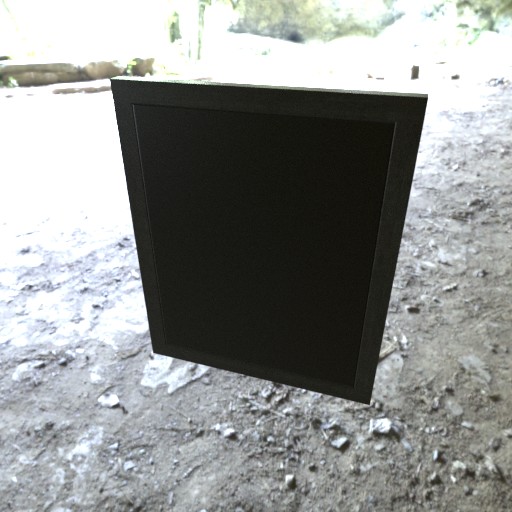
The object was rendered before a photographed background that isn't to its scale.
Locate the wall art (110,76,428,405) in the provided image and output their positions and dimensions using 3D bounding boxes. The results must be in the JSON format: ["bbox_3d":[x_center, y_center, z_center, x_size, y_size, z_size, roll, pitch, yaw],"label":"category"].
[{"bbox_3d":[0.000,0.000,0.797,0.479,0.580,0.027,9,32,15],"label":"wall art"}]
